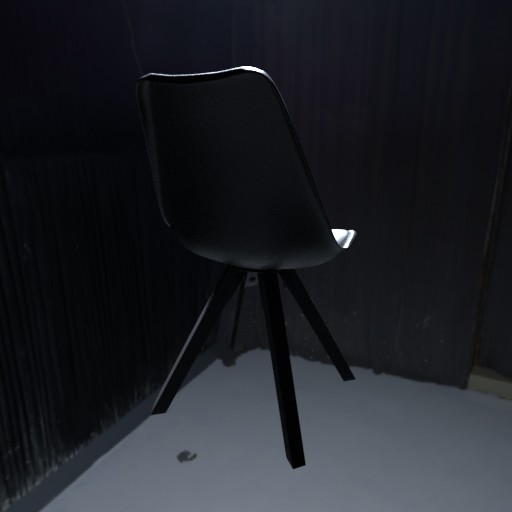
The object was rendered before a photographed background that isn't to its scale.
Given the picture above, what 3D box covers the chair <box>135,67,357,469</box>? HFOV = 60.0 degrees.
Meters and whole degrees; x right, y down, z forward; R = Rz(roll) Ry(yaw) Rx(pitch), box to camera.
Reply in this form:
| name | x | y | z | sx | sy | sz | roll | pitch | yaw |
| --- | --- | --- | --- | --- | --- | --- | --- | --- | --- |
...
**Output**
| name | x | y | z | sx | sy | sz | roll | pitch | yaw |
| --- | --- | --- | --- | --- | --- | --- | --- | --- | --- |
| chair | 0.000 | 0.000 | 1.156 | 0.485 | 0.850 | 0.530 | 8 | 18 | 27 |
